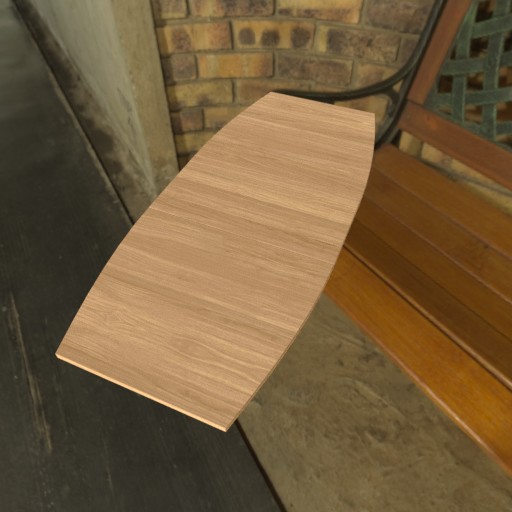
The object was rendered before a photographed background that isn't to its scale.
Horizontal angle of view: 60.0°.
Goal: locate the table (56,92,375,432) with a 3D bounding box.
[{"bbox_3d":[0.000,0.000,2.377,0.900,0.750,2.032,18,50,15],"label":"table"}]
